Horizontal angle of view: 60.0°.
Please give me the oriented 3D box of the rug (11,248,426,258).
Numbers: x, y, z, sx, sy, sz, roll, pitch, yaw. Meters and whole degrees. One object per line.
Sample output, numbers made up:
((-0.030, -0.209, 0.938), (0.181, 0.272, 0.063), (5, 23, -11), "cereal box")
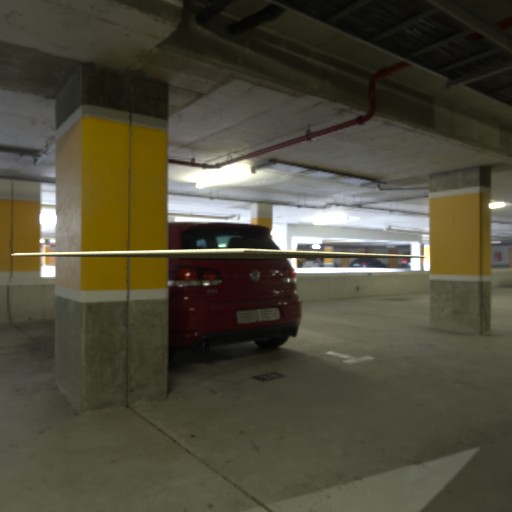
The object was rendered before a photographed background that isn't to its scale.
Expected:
((0.000, 0.000, 3.374), (1.819, 0.018, 2.746), (-1, -1, 35), "rug")
